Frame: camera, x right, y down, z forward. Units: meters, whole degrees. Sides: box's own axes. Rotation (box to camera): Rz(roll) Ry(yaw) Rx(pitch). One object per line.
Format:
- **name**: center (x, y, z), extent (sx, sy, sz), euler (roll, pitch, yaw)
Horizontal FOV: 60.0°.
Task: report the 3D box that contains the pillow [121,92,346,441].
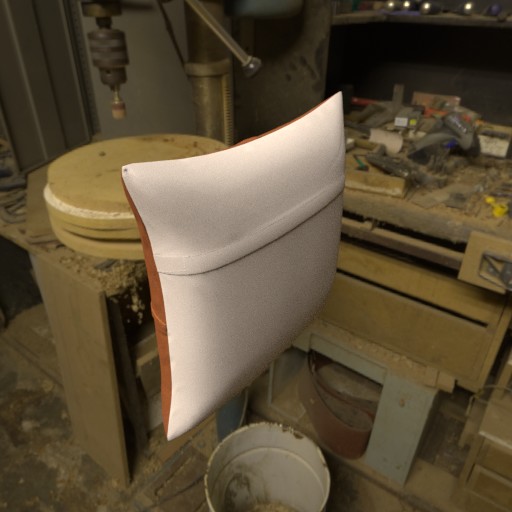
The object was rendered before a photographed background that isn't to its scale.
- **pillow**: center (0.000, 0.000, 0.777), extent (0.192, 0.477, 0.501), euler (22, 38, 31)
